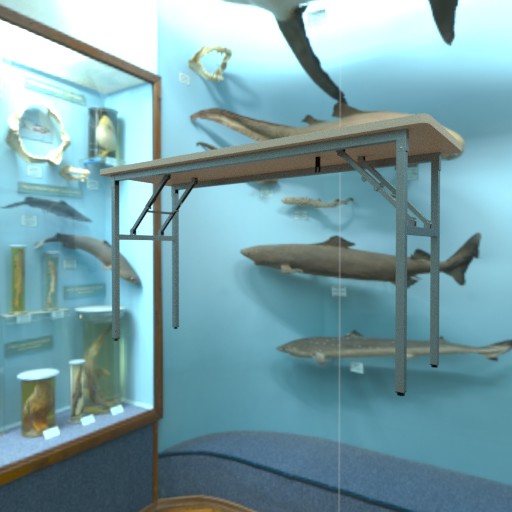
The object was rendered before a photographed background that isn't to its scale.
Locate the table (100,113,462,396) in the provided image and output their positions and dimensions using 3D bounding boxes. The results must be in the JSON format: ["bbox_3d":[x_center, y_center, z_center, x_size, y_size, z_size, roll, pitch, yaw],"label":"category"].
[{"bbox_3d":[0.000,0.000,1.723,1.397,0.750,0.446,1,1,36],"label":"table"}]
